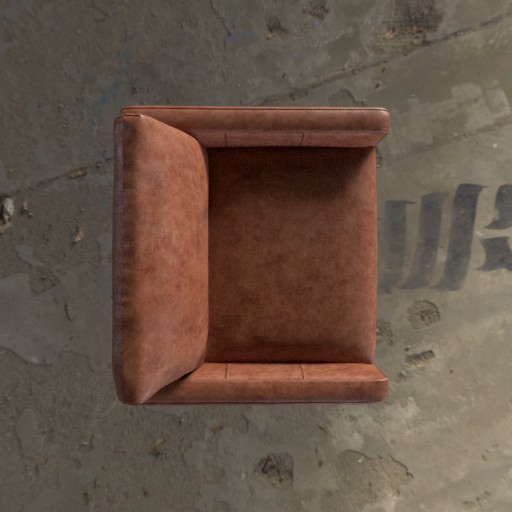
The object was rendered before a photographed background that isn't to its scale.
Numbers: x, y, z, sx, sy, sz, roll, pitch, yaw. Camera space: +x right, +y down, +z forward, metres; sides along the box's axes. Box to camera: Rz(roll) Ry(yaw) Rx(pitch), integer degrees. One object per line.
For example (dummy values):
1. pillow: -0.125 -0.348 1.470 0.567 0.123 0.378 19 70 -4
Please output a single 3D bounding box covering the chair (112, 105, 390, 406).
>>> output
1. chair: 0.000 0.000 1.572 0.862 0.869 0.967 0 91 -1
